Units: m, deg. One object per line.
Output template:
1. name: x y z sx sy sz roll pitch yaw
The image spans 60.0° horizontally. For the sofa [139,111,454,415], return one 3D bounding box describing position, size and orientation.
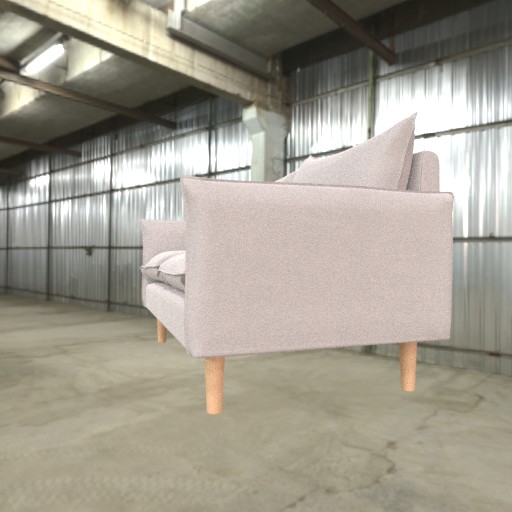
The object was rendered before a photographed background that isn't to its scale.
1. sofa: 0.000 0.000 1.774 0.820 0.840 1.300 0 -1 -19
